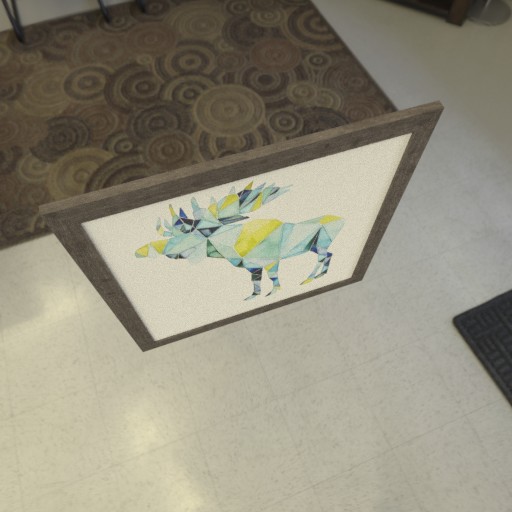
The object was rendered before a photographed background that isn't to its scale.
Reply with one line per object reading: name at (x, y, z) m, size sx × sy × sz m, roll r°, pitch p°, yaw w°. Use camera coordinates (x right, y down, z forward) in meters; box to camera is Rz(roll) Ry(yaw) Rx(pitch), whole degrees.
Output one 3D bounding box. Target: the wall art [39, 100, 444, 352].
wall art at (0.000, 0.000, 0.678) m, size 0.457 × 0.457 × 0.013 m, roll -17°, pitch 62°, yaw -9°
